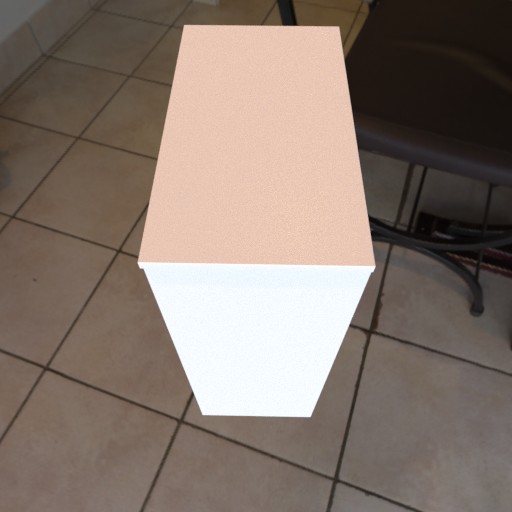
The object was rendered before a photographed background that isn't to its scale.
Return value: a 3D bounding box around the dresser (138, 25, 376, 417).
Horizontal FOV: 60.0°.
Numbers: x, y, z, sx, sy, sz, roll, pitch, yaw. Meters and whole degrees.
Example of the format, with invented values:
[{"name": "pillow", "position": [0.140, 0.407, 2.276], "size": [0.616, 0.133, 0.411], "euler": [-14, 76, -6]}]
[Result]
[{"name": "dresser", "position": [0.000, 0.000, 1.338], "size": [0.401, 1.021, 0.704], "euler": [1, 57, 1]}]
